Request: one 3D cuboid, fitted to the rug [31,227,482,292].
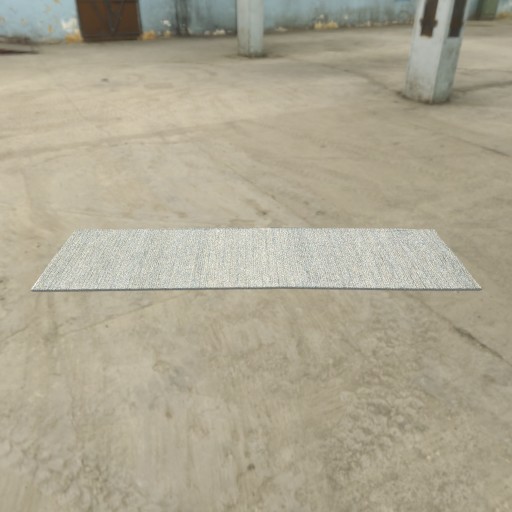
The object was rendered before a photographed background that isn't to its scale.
[{"bbox_3d":[0.000,0.000,2.579,2.341,0.037,0.675,0,31,0],"label":"rug"}]
